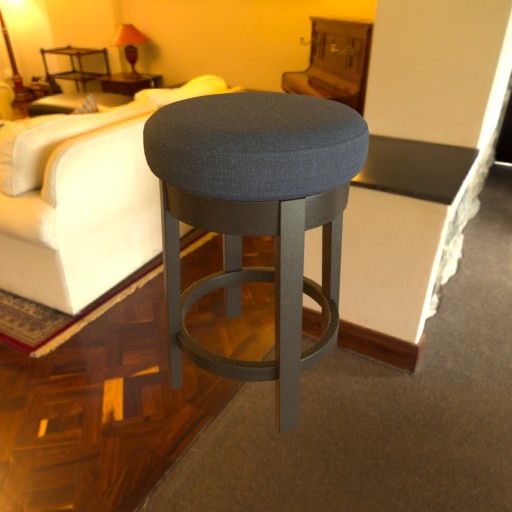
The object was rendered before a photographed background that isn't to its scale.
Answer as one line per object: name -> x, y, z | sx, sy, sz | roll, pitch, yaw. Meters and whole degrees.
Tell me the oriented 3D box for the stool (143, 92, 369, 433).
stool -> 0.000, 0.000, 0.997 | 0.449, 0.655, 0.449 | 0, 30, 0
